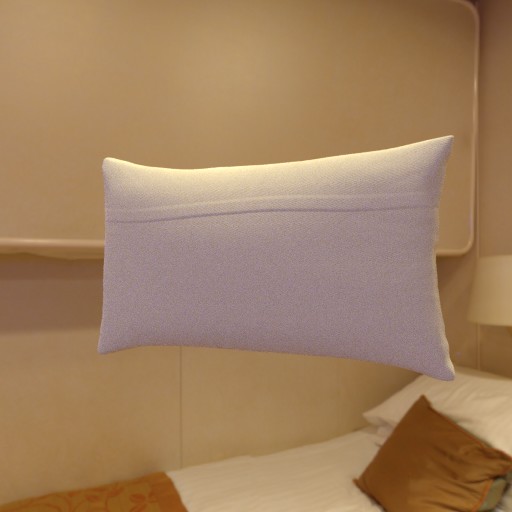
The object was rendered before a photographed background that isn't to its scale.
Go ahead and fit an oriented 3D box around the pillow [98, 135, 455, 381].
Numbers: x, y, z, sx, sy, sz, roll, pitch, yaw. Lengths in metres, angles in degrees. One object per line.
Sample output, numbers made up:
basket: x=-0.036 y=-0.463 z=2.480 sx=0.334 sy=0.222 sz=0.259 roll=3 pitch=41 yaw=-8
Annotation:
pillow: x=0.000 y=0.000 z=0.613 sx=0.506 sy=0.305 sz=0.139 roll=0 pitch=-1 yaw=17
